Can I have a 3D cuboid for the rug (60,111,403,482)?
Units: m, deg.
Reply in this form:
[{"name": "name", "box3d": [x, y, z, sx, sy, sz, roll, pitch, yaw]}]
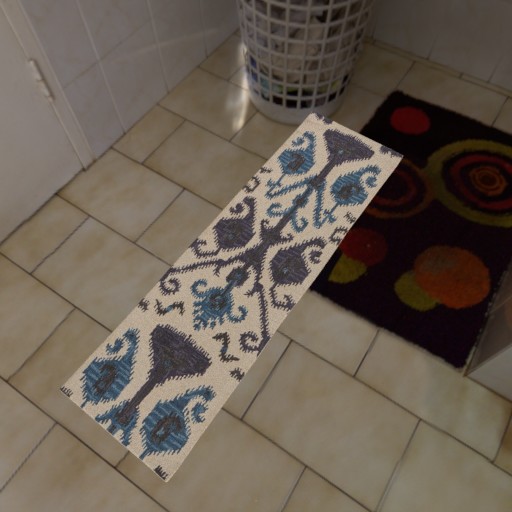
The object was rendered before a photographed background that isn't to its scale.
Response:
[{"name": "rug", "box3d": [0.000, 0.000, 2.489, 0.692, 0.017, 2.301, 32, 66, 16]}]
